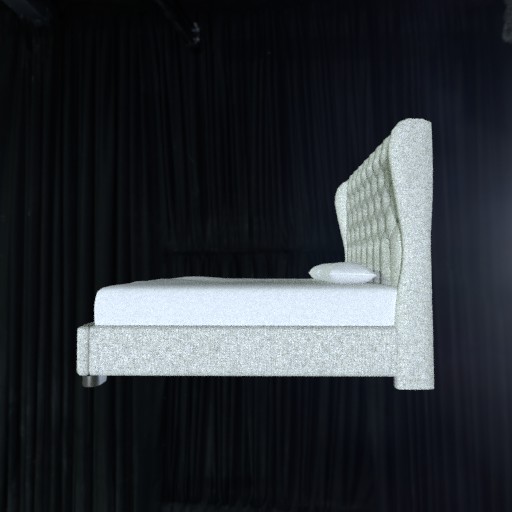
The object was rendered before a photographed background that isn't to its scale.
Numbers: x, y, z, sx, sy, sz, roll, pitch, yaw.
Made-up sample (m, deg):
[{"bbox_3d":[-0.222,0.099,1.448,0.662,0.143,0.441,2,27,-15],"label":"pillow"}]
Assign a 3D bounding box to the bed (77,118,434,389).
[{"bbox_3d":[0.000,0.000,3.953,2.347,1.771,2.219,0,-2,1],"label":"bed"}]
